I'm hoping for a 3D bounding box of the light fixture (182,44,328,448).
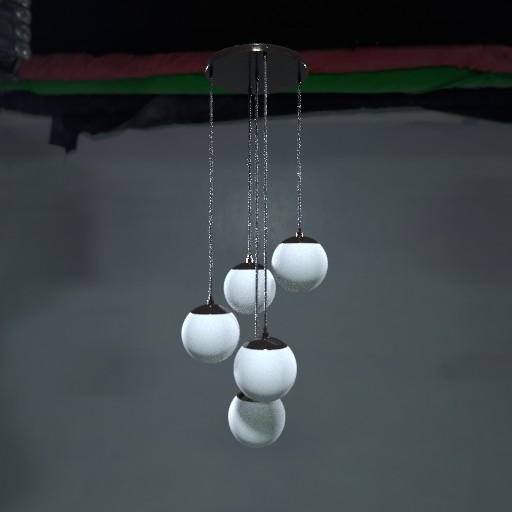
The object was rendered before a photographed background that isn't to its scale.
[{"bbox_3d":[0.000,0.000,1.492,0.489,1.271,0.484,0,-1,0],"label":"light fixture"}]
